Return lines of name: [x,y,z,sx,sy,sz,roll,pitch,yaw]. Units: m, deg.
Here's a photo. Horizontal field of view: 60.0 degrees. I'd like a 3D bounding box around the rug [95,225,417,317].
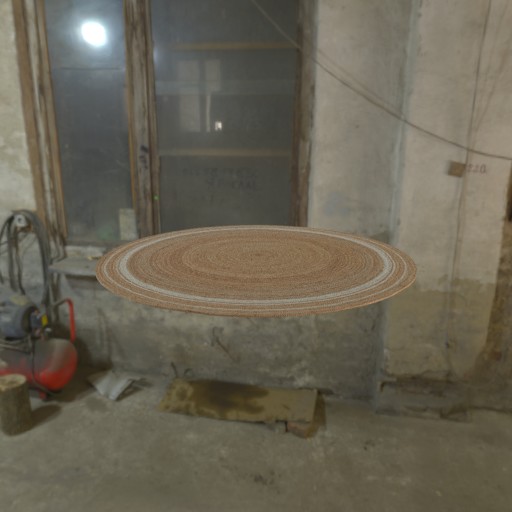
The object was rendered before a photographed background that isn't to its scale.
rug: [0.000,0.000,3.567,2.444,0.015,2.444,0,15,0]
